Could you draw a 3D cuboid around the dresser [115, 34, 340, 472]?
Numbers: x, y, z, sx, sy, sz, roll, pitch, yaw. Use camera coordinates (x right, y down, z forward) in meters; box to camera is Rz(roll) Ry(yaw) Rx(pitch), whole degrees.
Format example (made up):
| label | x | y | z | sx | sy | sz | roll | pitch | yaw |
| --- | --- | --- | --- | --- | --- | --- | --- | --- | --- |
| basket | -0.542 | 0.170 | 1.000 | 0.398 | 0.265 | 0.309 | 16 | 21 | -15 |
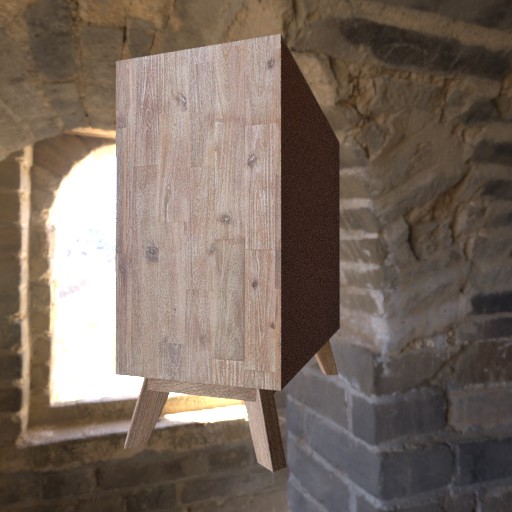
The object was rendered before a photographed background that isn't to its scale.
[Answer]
| label | x | y | z | sx | sy | sz | roll | pitch | yaw |
| --- | --- | --- | --- | --- | --- | --- | --- | --- | --- |
| dresser | 0.000 | 0.000 | 1.575 | 0.455 | 1.029 | 0.998 | 0 | -1 | 18 |
